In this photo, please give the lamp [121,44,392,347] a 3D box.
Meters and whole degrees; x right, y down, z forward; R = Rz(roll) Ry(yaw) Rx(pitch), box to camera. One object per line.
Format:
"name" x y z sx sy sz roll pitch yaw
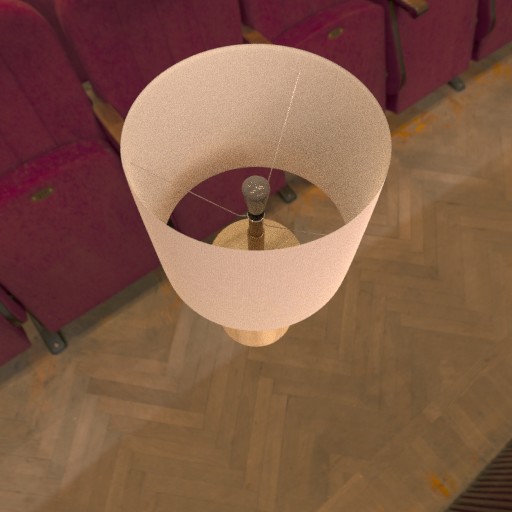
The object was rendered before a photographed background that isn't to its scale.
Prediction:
"lamp" 0.000 0.000 0.569 0.228 0.444 0.228 -34 67 -16
